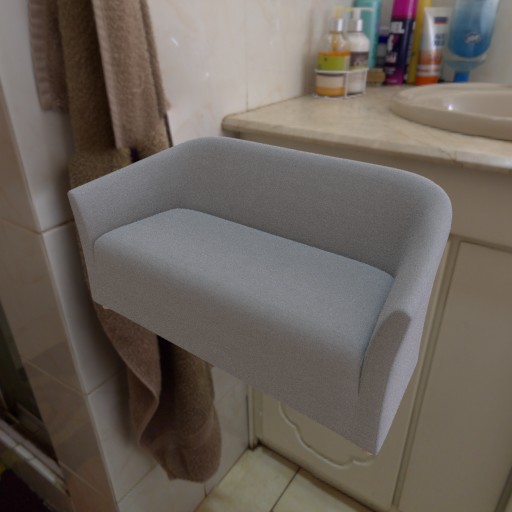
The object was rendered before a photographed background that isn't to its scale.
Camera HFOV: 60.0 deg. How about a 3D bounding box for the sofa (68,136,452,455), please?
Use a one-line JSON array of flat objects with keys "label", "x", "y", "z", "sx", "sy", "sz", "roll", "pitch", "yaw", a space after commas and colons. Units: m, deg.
[{"label": "sofa", "x": 0.000, "y": 0.000, "z": 1.799, "sx": 1.452, "sy": 0.721, "sz": 0.705, "roll": 19, "pitch": 34, "yaw": 32}]
